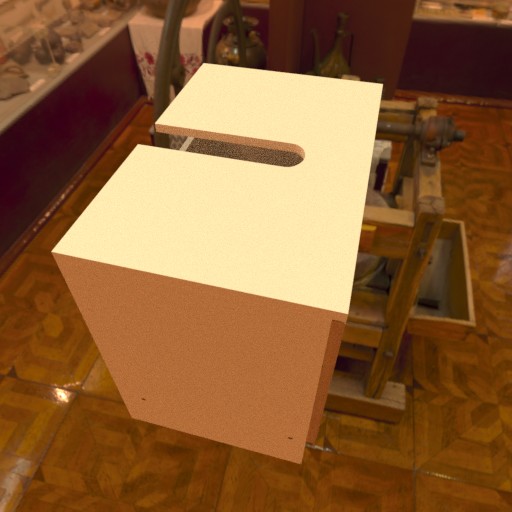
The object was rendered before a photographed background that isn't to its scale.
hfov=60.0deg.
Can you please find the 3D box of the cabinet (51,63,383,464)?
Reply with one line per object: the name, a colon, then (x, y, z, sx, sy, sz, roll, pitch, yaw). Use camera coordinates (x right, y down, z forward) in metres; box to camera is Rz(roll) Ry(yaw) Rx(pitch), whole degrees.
cabinet: (0.000, 0.000, 0.938, 0.400, 0.522, 0.600, 11, 48, 10)
